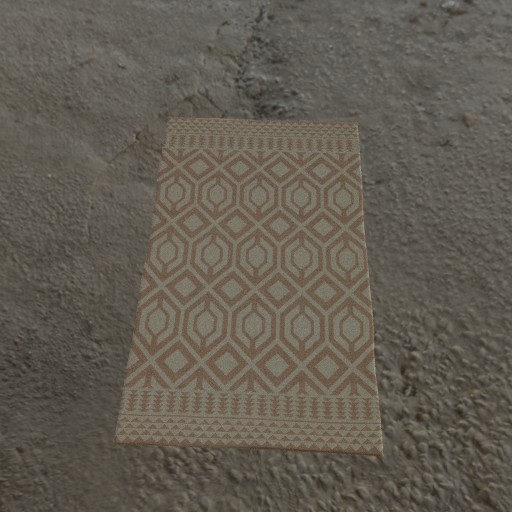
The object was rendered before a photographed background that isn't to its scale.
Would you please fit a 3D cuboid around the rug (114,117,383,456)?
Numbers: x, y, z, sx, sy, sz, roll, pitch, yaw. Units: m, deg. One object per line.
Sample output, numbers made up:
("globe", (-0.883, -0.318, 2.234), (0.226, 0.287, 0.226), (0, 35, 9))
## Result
("rug", (0.000, 0.000, 3.024), (1.526, 0.011, 2.435), (2, 64, 1))
